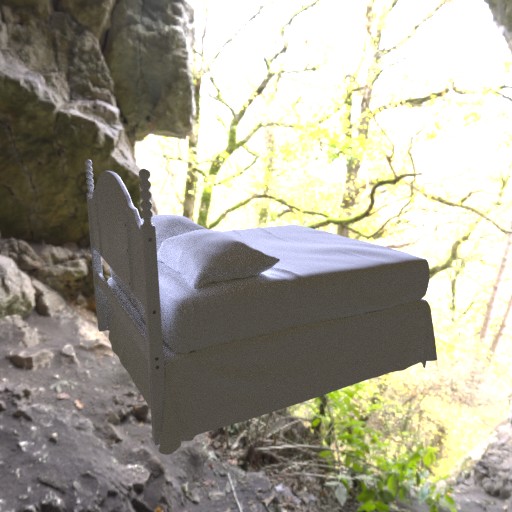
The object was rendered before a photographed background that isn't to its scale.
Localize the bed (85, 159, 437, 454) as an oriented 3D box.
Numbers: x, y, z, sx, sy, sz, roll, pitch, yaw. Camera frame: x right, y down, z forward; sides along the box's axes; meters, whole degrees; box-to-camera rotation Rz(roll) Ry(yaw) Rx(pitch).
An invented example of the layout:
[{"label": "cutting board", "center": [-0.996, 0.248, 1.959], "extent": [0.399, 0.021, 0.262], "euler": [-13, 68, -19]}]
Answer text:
[{"label": "bed", "center": [0.000, 0.000, 3.219], "extent": [2.040, 1.356, 1.873], "euler": [-7, 16, -28]}]
